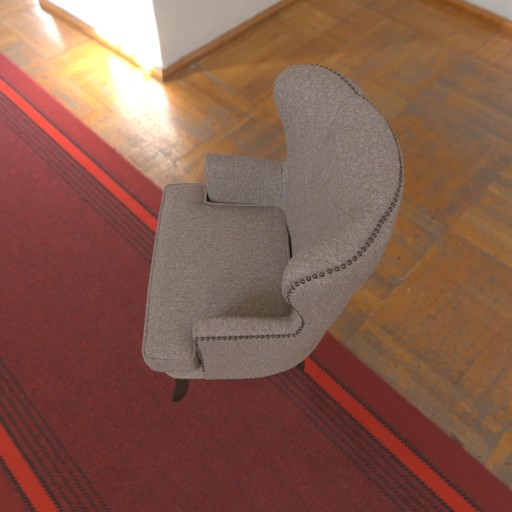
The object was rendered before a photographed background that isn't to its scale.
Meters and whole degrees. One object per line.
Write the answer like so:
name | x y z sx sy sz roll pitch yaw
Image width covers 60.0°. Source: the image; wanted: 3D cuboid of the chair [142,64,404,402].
chair | 0.000 0.000 1.579 0.758 1.060 0.759 0 58 0
